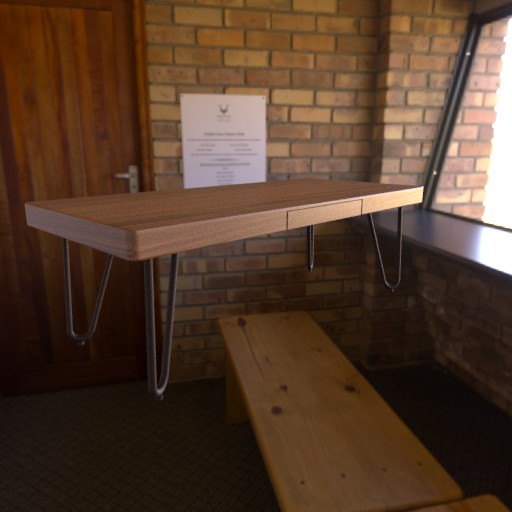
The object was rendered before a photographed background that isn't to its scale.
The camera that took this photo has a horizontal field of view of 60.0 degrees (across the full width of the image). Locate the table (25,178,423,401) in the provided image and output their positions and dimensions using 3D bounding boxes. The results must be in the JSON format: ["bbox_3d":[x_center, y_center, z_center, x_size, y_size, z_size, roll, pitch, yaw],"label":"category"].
[{"bbox_3d":[0.000,0.000,1.656,0.637,0.468,1.375,14,20,43],"label":"table"}]
